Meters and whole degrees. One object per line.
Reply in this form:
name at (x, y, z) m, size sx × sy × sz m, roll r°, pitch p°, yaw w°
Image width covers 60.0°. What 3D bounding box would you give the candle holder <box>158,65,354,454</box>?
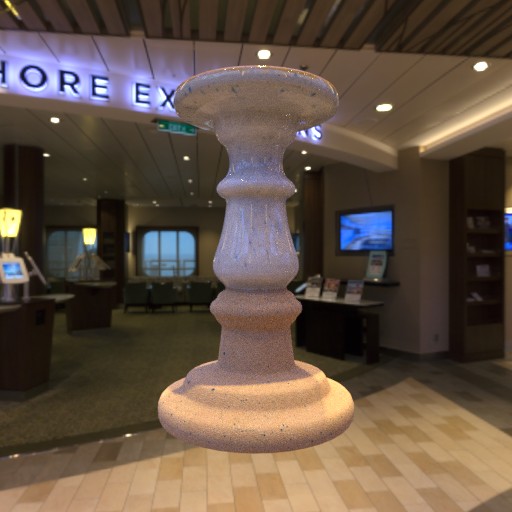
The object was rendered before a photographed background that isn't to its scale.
candle holder at (0.000, 0.000, 0.284) m, size 0.123 × 0.202 × 0.123 m, roll 0°, pitch 0°, yaw 0°
